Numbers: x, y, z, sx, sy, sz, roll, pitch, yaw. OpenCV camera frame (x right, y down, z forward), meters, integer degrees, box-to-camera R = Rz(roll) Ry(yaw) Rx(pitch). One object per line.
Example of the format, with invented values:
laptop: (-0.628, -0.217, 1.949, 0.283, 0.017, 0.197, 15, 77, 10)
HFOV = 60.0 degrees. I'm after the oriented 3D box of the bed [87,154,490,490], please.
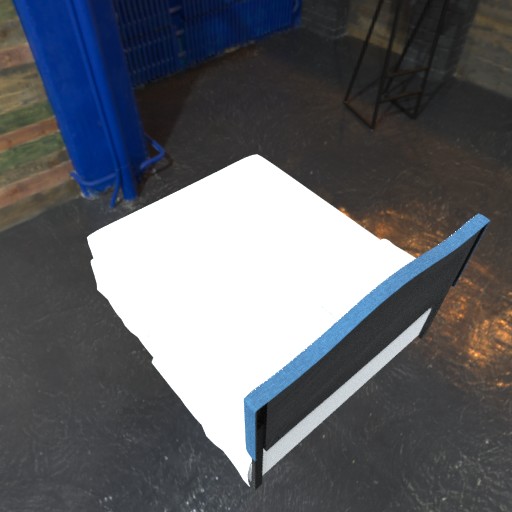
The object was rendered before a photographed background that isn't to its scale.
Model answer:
bed: (0.000, 0.000, 2.791, 1.610, 1.169, 1.872, -32, 55, -25)
